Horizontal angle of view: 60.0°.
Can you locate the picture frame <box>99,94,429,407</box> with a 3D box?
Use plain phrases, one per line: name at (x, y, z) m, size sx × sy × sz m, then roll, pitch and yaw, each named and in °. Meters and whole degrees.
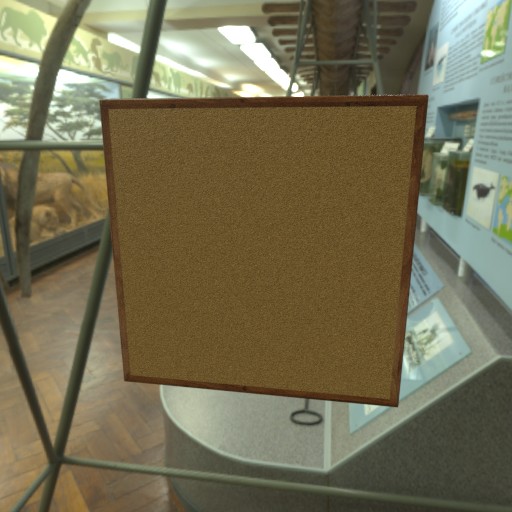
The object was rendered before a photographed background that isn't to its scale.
picture frame at (0.000, 0.000, 0.528) m, size 0.352 × 0.356 × 0.028 m, roll 3°, pitch 16°, yaw 9°
